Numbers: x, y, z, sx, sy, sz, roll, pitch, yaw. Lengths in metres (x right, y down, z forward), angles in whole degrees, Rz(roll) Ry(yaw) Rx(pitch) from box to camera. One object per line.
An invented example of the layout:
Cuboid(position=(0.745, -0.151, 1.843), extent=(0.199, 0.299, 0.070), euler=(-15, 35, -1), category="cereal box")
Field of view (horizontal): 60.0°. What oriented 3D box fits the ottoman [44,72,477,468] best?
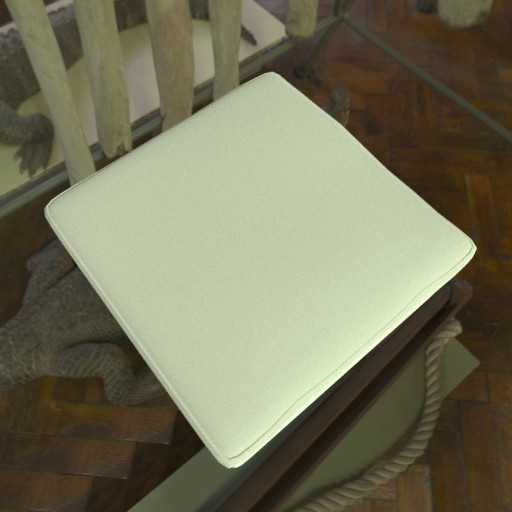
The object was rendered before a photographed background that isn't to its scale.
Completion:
Cuboid(position=(0.000, 0.000, 1.323), extent=(0.838, 0.479, 0.838), euler=(-36, 70, -16), category="ottoman")
